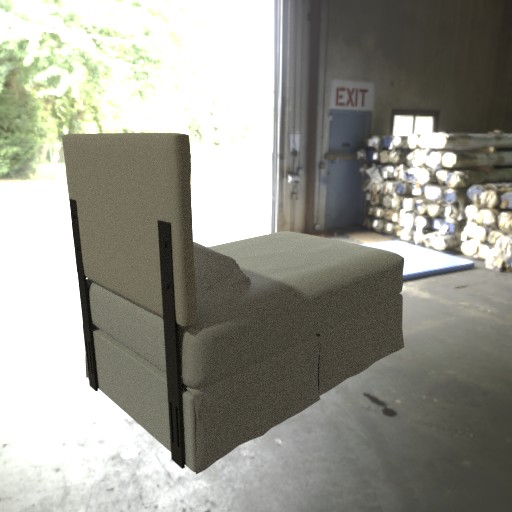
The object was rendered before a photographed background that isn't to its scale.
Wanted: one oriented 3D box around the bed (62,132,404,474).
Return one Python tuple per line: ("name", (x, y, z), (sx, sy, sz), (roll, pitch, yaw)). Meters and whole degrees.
("bed", (0.000, 0.000, 2.959), (1.997, 1.571, 1.261), (-14, 20, -42))
